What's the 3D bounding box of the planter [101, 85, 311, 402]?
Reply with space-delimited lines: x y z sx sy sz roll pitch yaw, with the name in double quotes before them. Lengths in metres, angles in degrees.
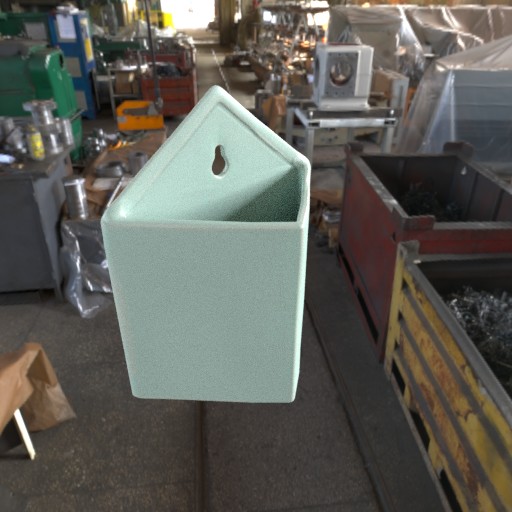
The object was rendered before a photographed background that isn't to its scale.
"planter" 0.000 0.000 0.283 0.164 0.197 0.079 -23 36 -34
